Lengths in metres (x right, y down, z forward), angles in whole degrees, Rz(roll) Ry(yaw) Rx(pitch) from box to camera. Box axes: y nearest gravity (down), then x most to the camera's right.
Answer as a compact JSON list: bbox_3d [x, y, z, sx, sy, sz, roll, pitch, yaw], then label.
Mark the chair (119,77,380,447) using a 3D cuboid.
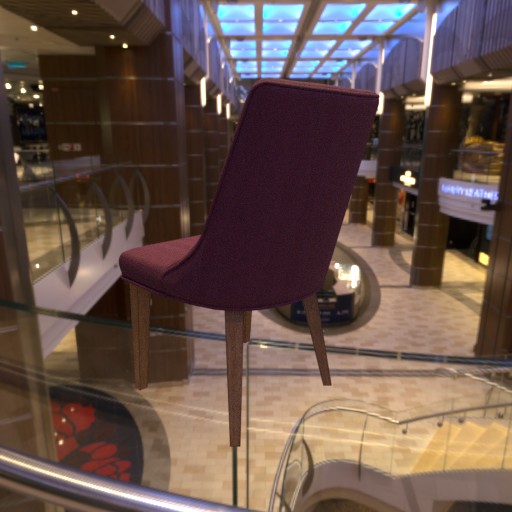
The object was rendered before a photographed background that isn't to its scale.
[{"bbox_3d":[0.000,0.000,1.304,0.638,0.916,0.548,14,21,43],"label":"chair"}]
